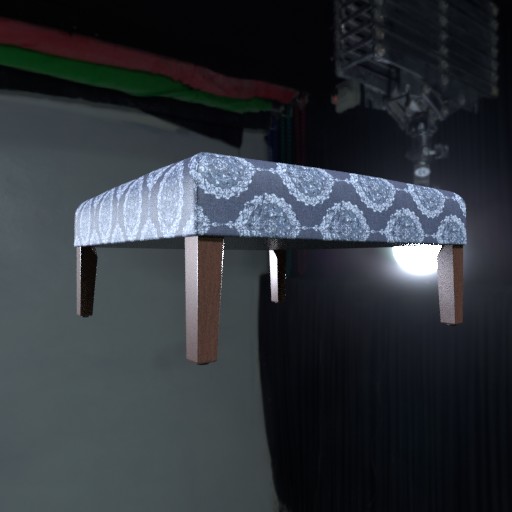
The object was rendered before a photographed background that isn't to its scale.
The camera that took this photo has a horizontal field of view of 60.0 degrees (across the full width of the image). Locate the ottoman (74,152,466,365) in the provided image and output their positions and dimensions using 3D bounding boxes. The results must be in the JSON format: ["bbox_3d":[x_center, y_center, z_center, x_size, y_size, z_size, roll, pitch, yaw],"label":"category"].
[{"bbox_3d":[0.000,0.000,1.395,0.890,0.409,0.889,0,-1,-35],"label":"ottoman"}]
